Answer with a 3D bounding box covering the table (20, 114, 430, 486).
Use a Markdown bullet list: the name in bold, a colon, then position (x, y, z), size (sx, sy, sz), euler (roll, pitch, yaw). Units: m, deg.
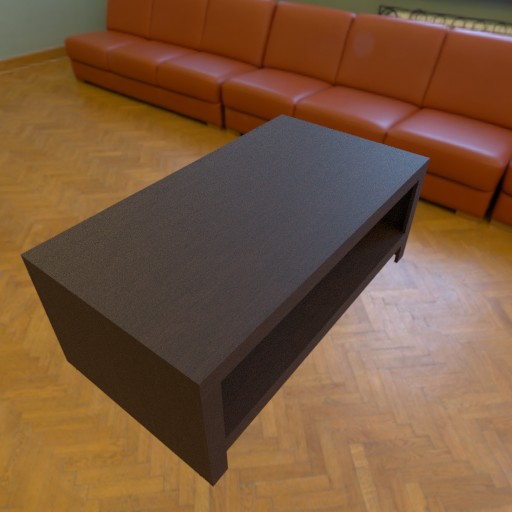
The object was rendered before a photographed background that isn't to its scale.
- **table**: position (0.000, 0.000, 1.405), size (0.597, 0.424, 1.099), euler (27, 47, 28)
